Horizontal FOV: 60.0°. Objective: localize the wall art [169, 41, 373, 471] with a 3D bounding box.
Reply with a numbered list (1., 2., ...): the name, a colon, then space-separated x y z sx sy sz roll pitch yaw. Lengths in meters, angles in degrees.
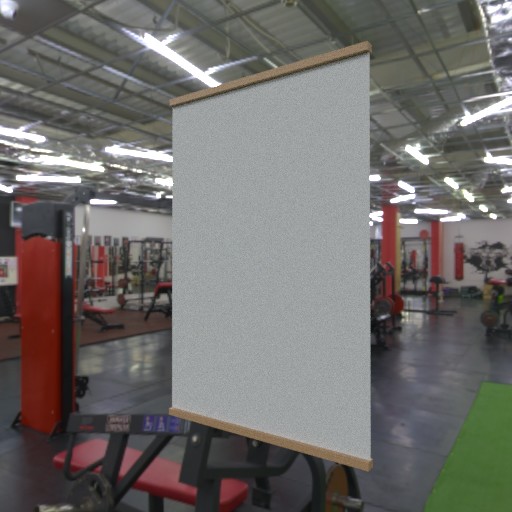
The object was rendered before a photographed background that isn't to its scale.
1. wall art: 0.000 0.000 0.627 0.335 0.510 0.013 0 -1 35
